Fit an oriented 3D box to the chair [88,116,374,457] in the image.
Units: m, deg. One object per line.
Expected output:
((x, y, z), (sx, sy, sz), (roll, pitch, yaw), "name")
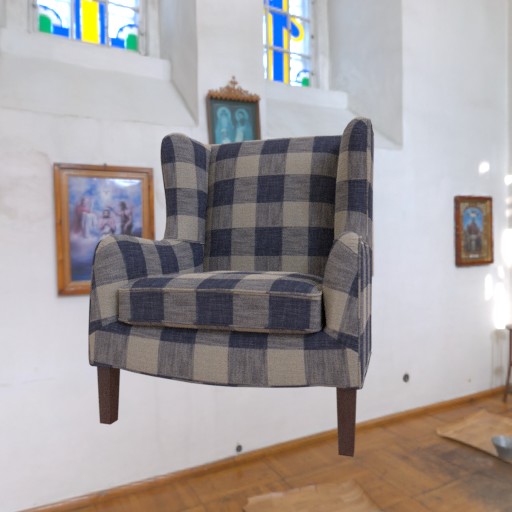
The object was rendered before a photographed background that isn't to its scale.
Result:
((0.000, 0.000, 1.651), (0.830, 1.041, 0.889), (0, 1, 17), "chair")
